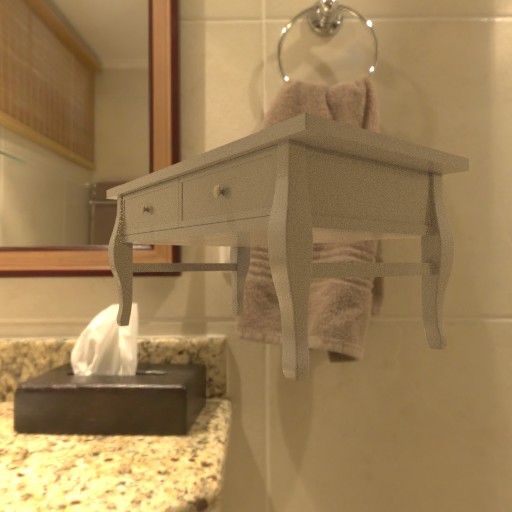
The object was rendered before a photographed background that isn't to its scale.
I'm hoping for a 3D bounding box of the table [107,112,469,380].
[{"bbox_3d":[0.000,0.000,1.392,0.600,0.495,1.062,1,-1,-37],"label":"table"}]
